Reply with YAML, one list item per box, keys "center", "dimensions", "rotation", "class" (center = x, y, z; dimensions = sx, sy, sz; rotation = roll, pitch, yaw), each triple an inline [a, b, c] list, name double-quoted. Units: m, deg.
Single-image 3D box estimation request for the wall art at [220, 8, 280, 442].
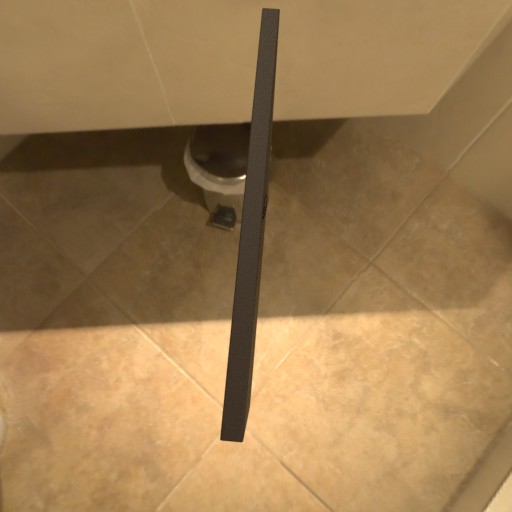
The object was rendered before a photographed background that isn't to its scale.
- center: [0.000, 0.000, 1.166]
  dimensions: [0.043, 0.807, 0.805]
  rotation: [5, 75, 1]
  class: "wall art"
